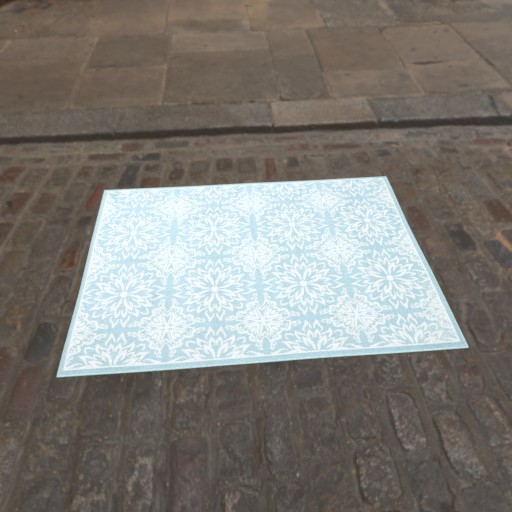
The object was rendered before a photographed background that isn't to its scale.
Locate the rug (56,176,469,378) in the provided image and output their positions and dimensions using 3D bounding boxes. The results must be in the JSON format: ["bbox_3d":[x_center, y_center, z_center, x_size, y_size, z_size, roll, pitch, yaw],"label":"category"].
[{"bbox_3d":[0.000,0.000,2.907,2.205,0.014,1.589,-3,46,-3],"label":"rug"}]
